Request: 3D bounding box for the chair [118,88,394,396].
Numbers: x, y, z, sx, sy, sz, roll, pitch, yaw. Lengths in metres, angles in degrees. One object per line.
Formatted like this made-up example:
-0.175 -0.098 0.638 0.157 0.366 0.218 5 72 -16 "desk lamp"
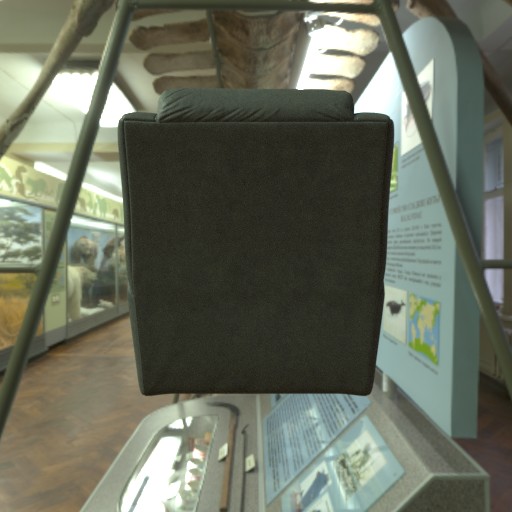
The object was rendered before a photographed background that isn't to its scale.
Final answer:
0.000 0.000 1.913 0.965 1.116 1.068 0 0 0 "chair"
